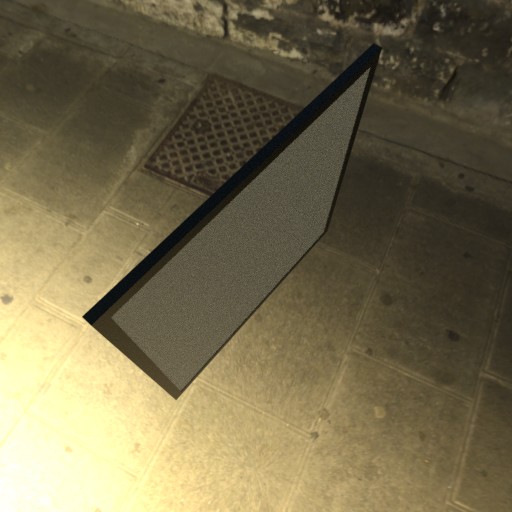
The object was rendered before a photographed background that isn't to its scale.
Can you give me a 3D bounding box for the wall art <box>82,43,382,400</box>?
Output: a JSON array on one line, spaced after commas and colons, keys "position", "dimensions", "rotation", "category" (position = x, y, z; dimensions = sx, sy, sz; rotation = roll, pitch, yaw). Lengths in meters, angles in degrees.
[{"position": [0.000, 0.000, 1.181], "dimensions": [0.022, 0.807, 0.807], "rotation": [38, 70, 16], "category": "wall art"}]
